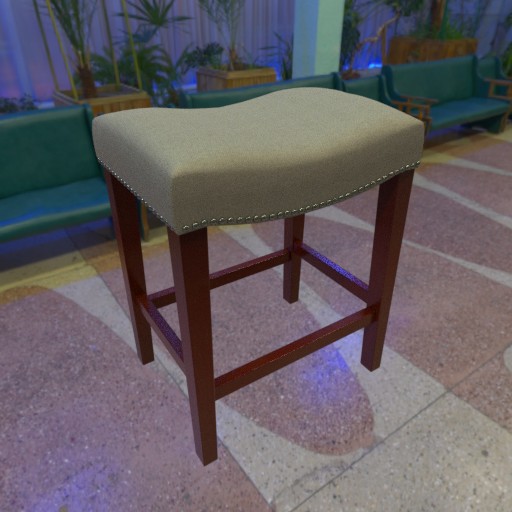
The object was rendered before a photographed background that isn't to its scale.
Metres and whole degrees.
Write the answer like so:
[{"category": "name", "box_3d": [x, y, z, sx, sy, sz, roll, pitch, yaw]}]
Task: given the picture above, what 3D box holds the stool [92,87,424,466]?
[{"category": "stool", "box_3d": [0.000, 0.000, 0.958, 0.509, 0.632, 0.375, -19, 36, -28]}]
